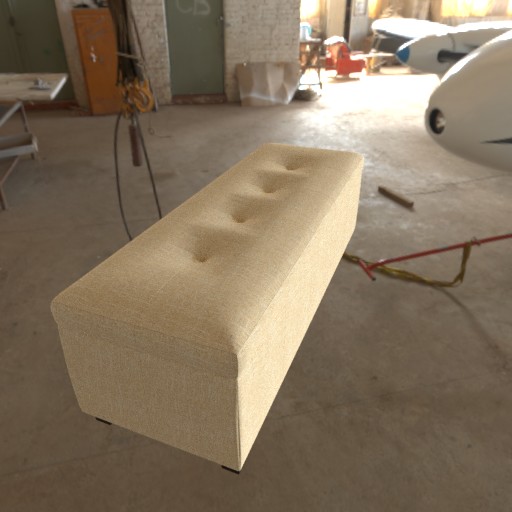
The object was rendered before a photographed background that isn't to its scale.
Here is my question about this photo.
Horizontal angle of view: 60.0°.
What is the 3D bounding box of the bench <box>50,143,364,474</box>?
[{"bbox_3d":[0.000,0.000,1.403,0.432,0.406,1.219,12,32,19],"label":"bench"}]
